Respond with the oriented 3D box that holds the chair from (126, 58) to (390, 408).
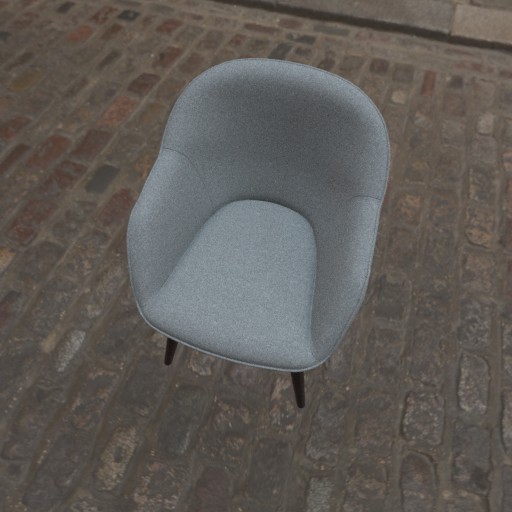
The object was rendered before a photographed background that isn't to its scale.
[{"bbox_3d":[0.000,0.000,1.235,0.589,0.810,0.611,15,60,9],"label":"chair"}]
